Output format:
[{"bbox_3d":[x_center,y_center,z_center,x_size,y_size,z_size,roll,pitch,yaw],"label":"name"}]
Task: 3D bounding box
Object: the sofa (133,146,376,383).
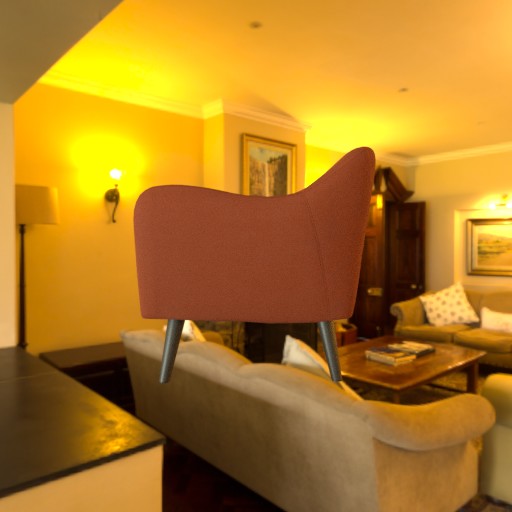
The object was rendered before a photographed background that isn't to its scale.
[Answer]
[{"bbox_3d":[0.000,0.000,2.273,0.820,0.836,1.840,0,1,-1],"label":"sofa"}]
